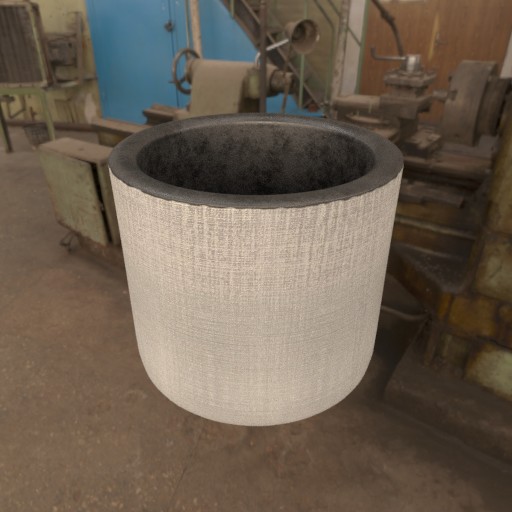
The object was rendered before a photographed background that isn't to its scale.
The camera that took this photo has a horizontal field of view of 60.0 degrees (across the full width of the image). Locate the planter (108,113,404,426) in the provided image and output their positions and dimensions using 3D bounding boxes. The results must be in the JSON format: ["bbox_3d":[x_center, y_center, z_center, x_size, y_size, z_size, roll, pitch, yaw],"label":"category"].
[{"bbox_3d":[0.000,0.000,0.220,0.125,0.112,0.125,0,31,0],"label":"planter"}]
